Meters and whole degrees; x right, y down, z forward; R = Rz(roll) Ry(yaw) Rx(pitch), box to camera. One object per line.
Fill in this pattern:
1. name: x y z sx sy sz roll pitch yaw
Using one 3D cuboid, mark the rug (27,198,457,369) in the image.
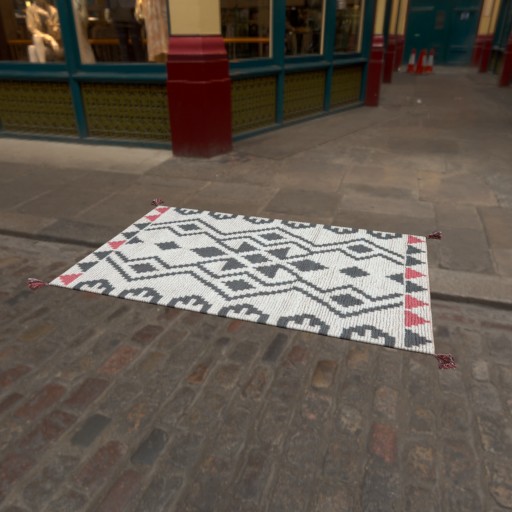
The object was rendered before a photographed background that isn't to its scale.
1. rug: 0.000 0.000 3.281 2.672 0.066 1.741 8 28 15
